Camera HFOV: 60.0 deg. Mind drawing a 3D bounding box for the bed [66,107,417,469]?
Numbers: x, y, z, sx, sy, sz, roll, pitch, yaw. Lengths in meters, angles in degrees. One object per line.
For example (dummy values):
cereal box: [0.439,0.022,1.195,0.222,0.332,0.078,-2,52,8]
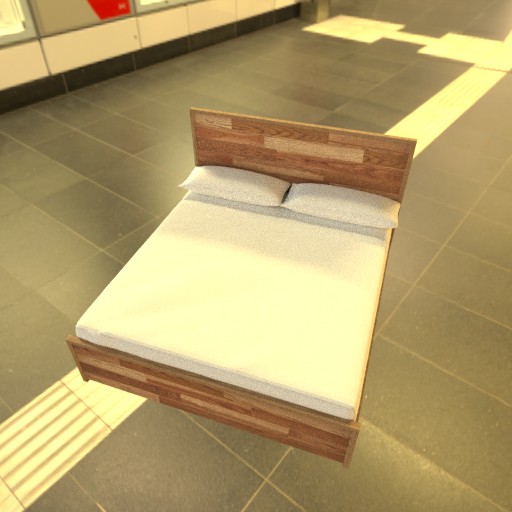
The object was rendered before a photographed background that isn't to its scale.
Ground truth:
bed: [0.000,0.000,3.474,2.013,1.295,2.184,13,42,14]
